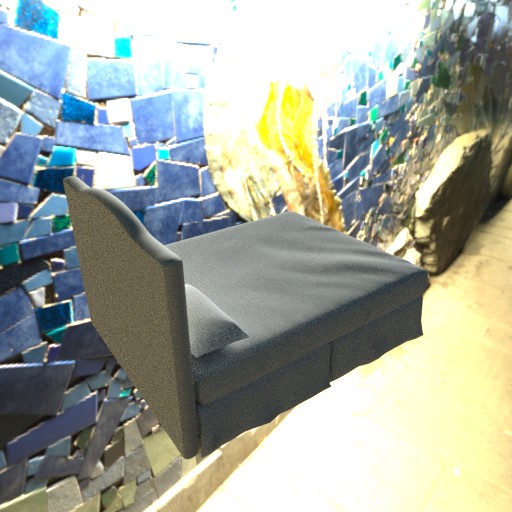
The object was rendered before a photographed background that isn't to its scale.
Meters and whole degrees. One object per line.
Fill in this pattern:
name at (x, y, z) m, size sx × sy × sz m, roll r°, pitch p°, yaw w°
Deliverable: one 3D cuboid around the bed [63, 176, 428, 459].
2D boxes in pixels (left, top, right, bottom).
bed at (0.000, 0.000, 3.519) m, size 2.282 × 1.436 × 1.821 m, roll -18°, pitch 32°, yaw -32°
